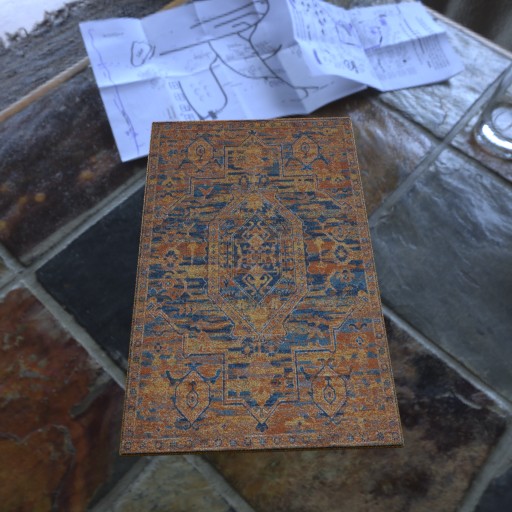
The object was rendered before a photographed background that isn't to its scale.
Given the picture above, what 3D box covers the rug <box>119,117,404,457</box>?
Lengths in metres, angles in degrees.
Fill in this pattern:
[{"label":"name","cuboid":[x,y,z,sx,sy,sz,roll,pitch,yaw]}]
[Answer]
[{"label":"rug","cuboid":[0.000,0.000,2.168,1.148,0.013,1.758,-2,64,-1]}]
